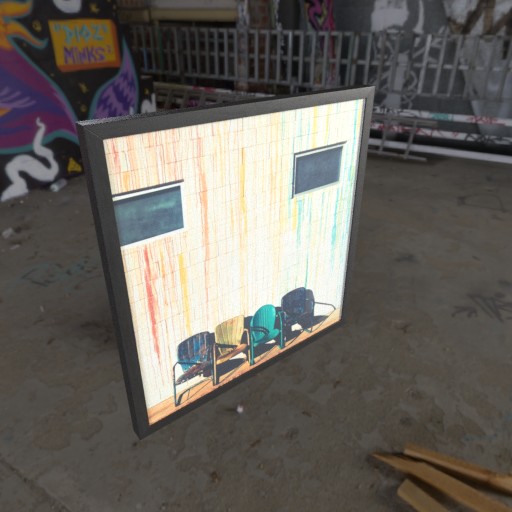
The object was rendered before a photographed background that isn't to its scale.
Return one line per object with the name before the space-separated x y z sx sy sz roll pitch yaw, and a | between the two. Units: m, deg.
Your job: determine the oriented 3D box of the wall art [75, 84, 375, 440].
wall art | 0.000 0.000 1.136 0.763 0.763 0.039 -21 35 -33
